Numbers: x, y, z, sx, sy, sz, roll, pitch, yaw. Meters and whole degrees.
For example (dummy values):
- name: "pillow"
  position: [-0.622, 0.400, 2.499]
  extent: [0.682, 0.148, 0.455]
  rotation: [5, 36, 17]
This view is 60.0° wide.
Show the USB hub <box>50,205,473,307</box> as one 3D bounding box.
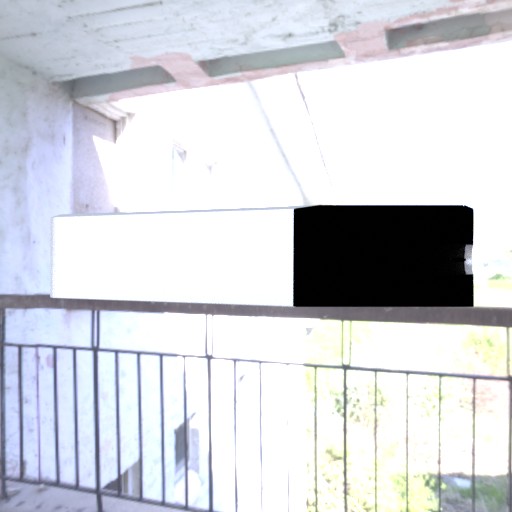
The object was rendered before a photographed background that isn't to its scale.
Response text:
- name: "USB hub"
  position: [0.000, 0.000, 0.126]
  extent: [0.110, 0.023, 0.044]
  rotation: [0, 0, 18]
